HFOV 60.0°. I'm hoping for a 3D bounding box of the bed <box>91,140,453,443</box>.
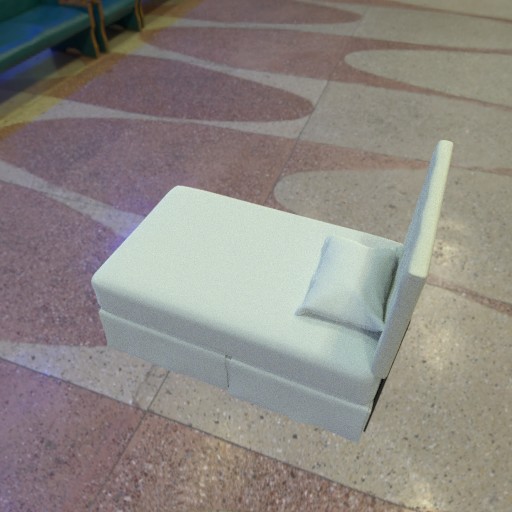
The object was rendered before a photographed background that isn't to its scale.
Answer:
[{"bbox_3d":[0.000,0.000,2.967,1.997,1.571,1.261,17,48,16],"label":"bed"}]
